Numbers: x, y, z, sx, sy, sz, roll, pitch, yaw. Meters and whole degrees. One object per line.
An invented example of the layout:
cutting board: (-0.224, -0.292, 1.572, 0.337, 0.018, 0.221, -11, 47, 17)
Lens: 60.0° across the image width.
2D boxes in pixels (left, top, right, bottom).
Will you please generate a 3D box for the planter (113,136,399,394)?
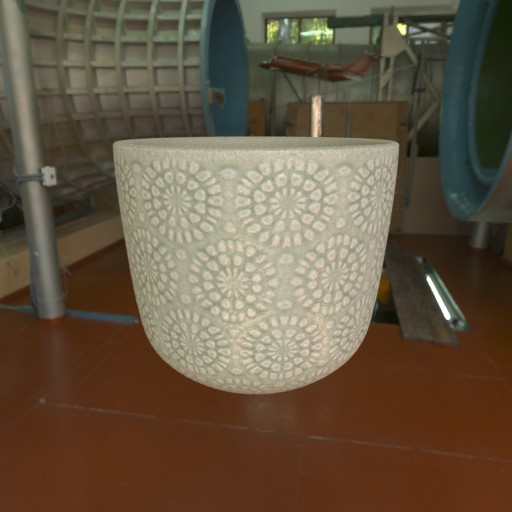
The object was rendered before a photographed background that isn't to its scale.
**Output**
planter: (0.000, 0.000, 0.216, 0.124, 0.109, 0.124, 0, 17, 0)
